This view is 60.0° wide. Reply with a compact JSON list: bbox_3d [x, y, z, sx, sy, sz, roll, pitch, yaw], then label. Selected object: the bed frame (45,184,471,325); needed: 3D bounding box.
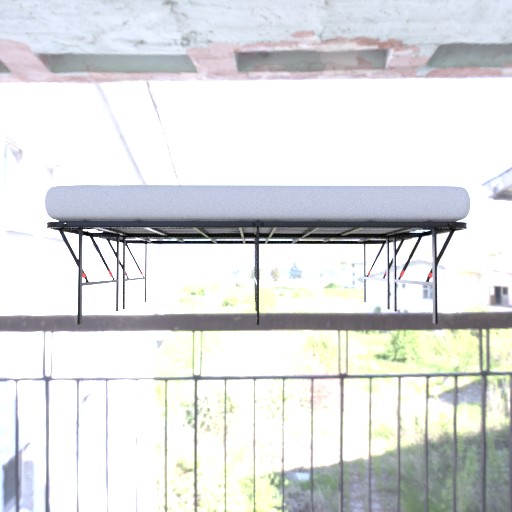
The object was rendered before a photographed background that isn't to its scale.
[{"bbox_3d":[0.000,0.000,2.611,1.905,0.637,1.372,0,-2,-1],"label":"bed frame"}]
